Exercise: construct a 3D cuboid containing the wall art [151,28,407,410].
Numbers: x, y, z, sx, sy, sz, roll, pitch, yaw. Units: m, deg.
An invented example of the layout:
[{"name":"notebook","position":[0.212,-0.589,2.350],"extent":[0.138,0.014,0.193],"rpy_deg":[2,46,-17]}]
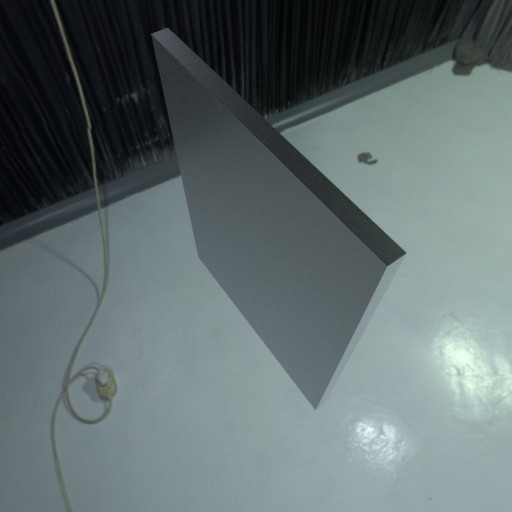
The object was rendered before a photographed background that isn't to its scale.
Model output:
[{"name":"wall art","position":[0.000,0.000,0.743],"extent":[0.025,0.569,0.444],"rpy_deg":[-31,63,-18]}]
